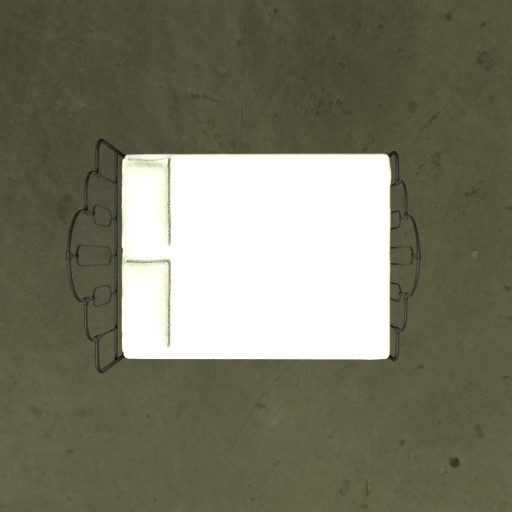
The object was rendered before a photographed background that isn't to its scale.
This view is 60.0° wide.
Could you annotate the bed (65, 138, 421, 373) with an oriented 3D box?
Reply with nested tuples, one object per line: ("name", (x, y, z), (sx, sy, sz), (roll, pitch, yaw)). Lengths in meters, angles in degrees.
("bed", (0.000, 0.000, 3.219), (2.163, 1.429, 1.640), (0, 90, 1))
